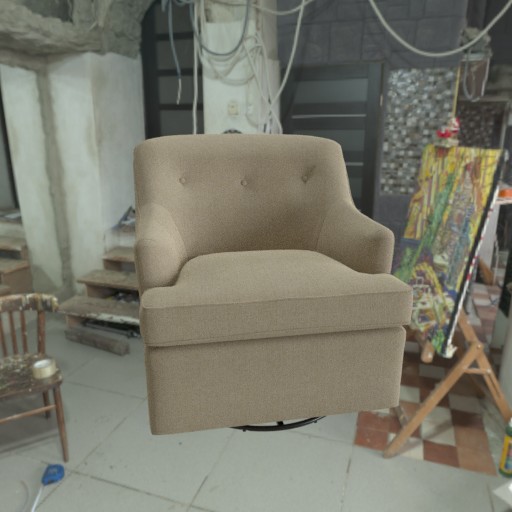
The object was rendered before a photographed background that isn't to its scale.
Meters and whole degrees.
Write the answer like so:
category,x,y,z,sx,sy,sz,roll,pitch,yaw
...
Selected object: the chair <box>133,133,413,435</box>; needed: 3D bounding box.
category,x,y,z,sx,sy,sz,roll,pitch,yaw
chair,0.000,0.000,1.616,0.864,0.856,0.923,-3,16,-10
